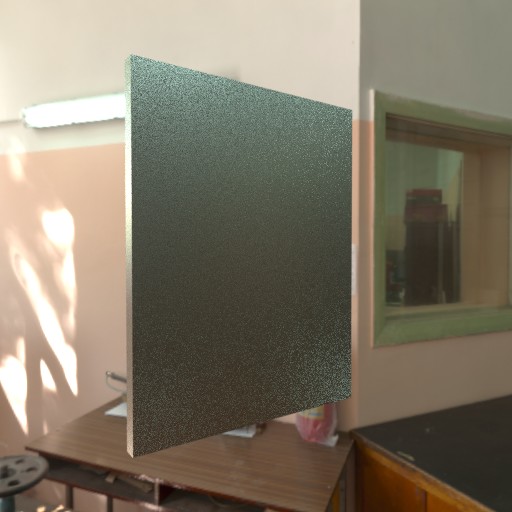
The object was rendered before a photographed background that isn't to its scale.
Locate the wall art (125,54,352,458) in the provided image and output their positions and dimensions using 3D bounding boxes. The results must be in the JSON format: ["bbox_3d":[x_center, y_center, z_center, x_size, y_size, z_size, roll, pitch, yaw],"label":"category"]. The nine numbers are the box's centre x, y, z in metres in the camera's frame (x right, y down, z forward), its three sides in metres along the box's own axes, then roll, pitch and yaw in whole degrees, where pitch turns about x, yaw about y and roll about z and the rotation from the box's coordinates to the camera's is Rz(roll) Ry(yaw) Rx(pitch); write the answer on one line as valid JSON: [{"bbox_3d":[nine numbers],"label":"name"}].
[{"bbox_3d":[0.000,0.000,0.761,0.444,0.569,0.025,-1,1,-35],"label":"wall art"}]
